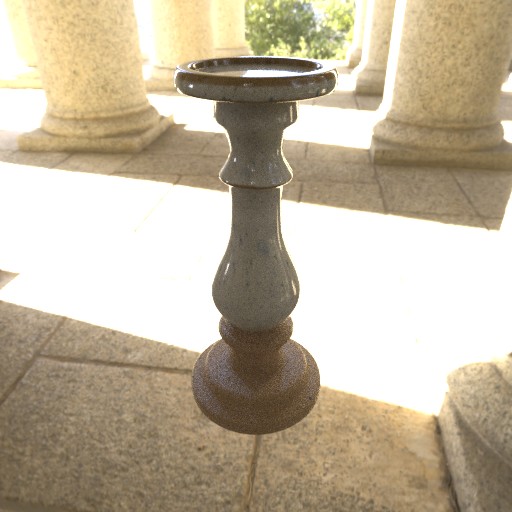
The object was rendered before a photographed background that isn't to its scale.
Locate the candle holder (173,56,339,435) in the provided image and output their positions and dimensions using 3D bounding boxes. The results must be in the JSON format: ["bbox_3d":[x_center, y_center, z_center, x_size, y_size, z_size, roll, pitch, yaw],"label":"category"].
[{"bbox_3d":[0.000,0.000,0.254,0.088,0.203,0.088,0,30,0],"label":"candle holder"}]
